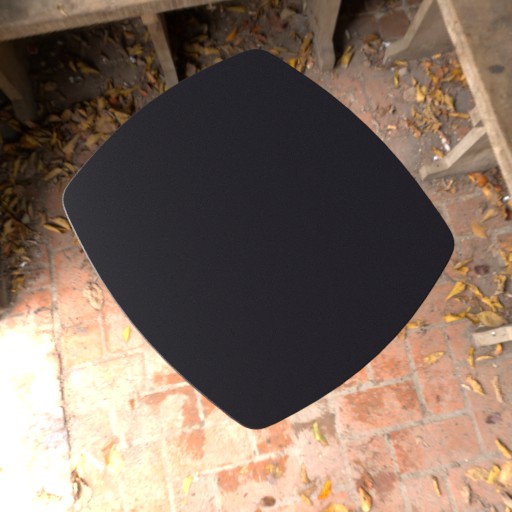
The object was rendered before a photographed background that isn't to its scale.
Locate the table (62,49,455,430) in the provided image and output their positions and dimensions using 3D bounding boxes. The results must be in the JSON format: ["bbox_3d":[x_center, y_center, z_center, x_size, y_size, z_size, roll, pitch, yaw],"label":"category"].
[{"bbox_3d":[0.000,0.000,0.864,0.457,0.457,0.508,-40,80,-9],"label":"table"}]
